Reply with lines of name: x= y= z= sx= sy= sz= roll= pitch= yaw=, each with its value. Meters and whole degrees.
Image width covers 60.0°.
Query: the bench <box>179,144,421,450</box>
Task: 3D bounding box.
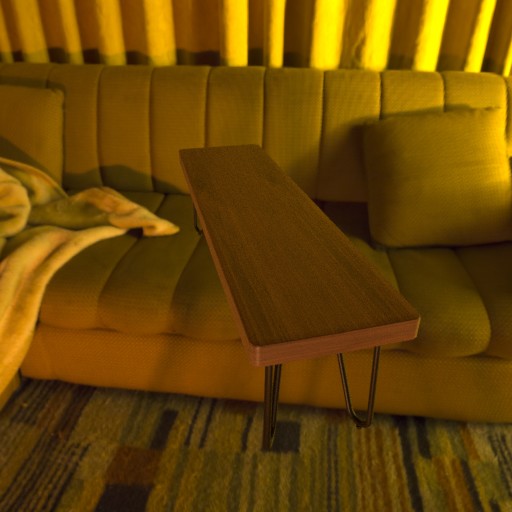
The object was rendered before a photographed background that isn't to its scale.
bench: x=0.000 y=0.000 z=1.778 sx=0.425 sy=0.462 sz=1.570 roll=-7 pitch=30 yaw=-13
